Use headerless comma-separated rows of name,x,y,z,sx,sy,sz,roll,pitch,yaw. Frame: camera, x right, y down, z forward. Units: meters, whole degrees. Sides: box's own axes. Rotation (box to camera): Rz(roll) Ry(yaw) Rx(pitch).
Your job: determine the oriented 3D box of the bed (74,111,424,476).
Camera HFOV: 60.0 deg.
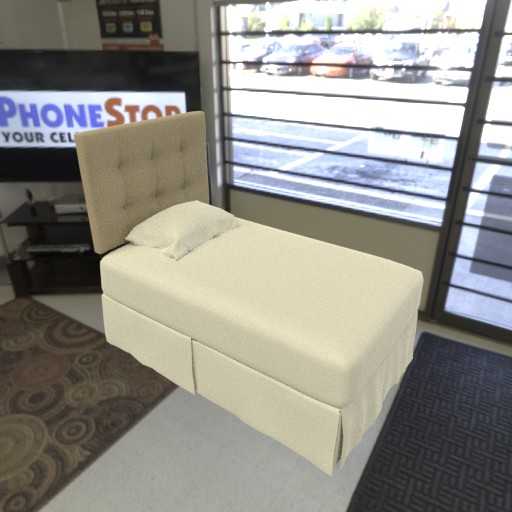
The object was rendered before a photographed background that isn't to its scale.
bed,0.000,0.000,2.963,1.997,1.571,1.261,18,32,32
